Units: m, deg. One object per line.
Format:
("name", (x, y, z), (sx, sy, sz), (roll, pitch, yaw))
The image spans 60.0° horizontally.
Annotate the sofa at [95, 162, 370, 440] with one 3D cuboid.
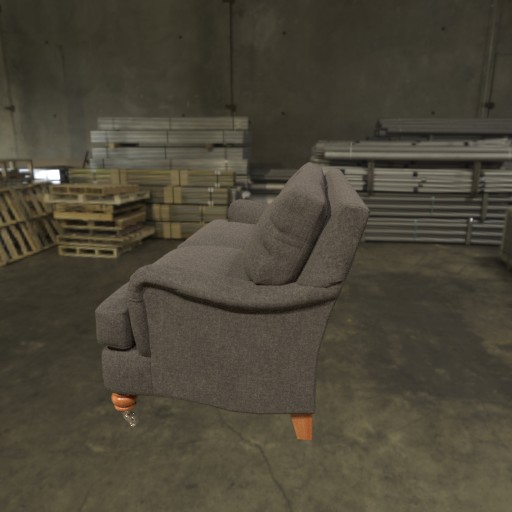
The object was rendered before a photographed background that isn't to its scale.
("sofa", (0.000, 0.000, 2.712), (1.087, 1.054, 2.160), (2, 15, 8))
